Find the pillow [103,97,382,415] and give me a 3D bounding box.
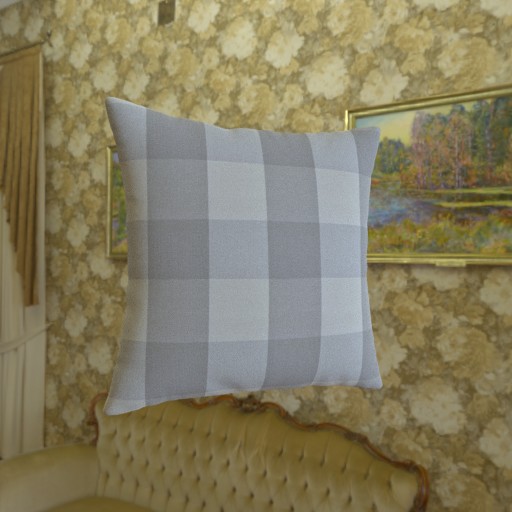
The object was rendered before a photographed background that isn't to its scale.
[{"bbox_3d":[0.000,0.000,0.784,0.511,0.509,0.161,0,-1,-18],"label":"pillow"}]
